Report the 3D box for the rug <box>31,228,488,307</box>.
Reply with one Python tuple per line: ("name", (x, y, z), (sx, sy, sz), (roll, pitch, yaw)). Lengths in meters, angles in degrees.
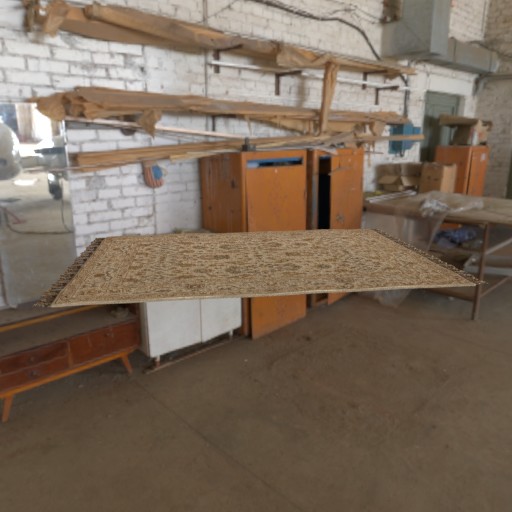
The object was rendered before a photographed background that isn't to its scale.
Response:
("rug", (0.000, 0.000, 3.046), (2.434, 0.027, 1.529), (-2, 15, -8))
